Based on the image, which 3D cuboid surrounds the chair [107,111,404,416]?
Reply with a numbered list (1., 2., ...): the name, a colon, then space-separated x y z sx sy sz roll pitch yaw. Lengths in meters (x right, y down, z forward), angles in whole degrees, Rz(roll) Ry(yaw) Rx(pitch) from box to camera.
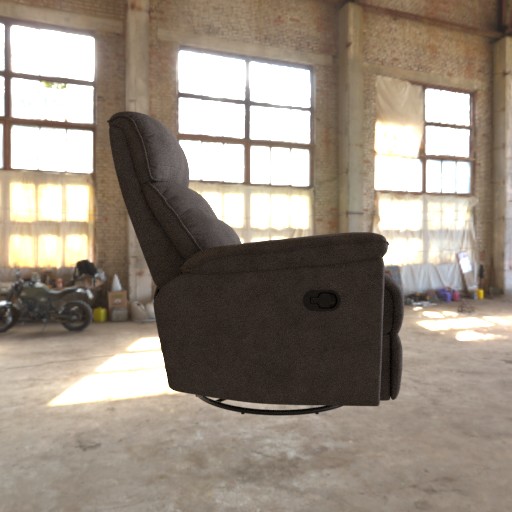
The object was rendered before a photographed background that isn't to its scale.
1. chair: 0.000 0.000 1.754 1.009 1.036 0.830 0 1 0
